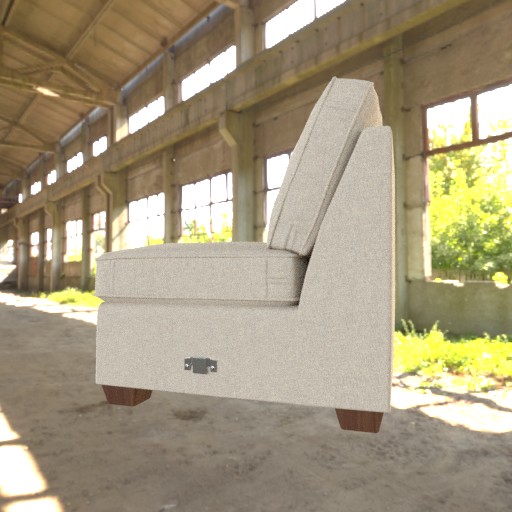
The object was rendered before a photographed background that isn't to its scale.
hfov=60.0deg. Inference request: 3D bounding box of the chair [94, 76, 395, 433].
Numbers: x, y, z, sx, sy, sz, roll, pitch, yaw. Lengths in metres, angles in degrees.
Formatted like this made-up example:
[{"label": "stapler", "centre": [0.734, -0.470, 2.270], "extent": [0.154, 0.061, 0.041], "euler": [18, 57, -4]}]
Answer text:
[{"label": "chair", "centre": [0.000, 0.000, 1.571], "extent": [0.938, 0.970, 0.621], "euler": [-1, -2, 18]}]
